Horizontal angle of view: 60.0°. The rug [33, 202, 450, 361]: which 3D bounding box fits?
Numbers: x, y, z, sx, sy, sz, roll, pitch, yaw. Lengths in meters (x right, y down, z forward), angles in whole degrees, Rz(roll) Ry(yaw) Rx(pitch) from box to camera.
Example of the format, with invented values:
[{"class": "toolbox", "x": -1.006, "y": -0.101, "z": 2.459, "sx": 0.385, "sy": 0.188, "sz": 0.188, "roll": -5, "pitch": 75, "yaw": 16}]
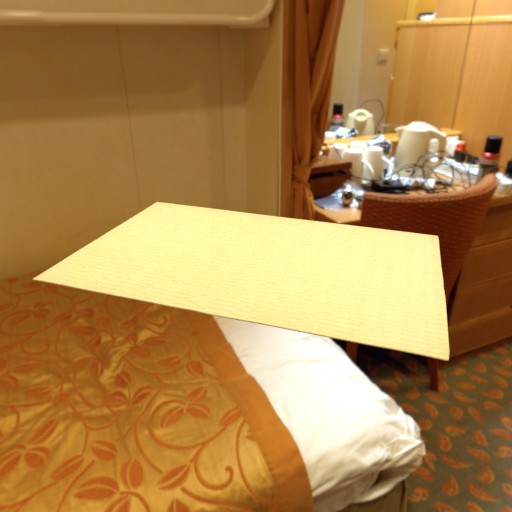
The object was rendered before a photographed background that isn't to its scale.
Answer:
[{"class": "rug", "x": 0.000, "y": 0.000, "z": 3.074, "sx": 2.441, "sy": 0.014, "sz": 1.531, "roll": 8, "pitch": 28, "yaw": 17}]
